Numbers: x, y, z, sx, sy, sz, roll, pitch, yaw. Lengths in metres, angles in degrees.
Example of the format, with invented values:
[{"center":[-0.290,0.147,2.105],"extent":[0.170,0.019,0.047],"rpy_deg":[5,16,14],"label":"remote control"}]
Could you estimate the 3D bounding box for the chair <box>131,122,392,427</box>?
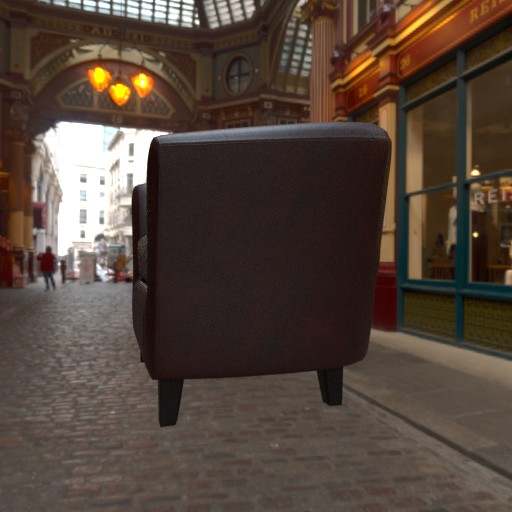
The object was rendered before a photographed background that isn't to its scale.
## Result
[{"center":[0.000,0.000,1.394],"extent":[0.727,0.756,0.792],"rpy_deg":[0,0,-18],"label":"chair"}]
